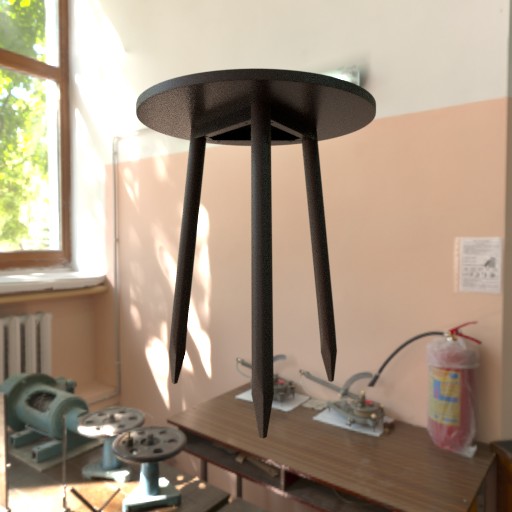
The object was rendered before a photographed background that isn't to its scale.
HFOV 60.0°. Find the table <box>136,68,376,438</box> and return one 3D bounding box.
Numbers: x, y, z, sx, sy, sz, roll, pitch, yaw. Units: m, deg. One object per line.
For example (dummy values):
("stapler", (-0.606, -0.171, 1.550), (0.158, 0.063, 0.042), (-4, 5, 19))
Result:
("table", (0.000, 0.000, 0.885), (0.457, 0.585, 0.457), (0, 2, 0))
